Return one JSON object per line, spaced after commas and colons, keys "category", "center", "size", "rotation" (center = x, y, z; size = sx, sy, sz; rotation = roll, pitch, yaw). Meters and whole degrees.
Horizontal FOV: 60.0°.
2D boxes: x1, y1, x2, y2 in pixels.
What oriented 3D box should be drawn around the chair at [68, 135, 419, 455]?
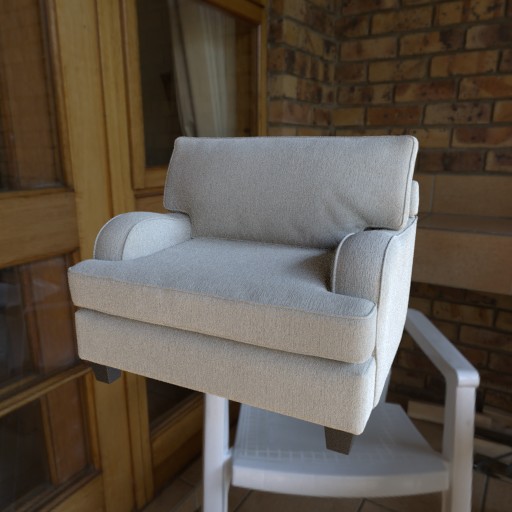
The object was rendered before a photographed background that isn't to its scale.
{"category": "chair", "center": [0.000, 0.000, 1.924], "size": [1.220, 1.016, 1.041], "rotation": [7, 16, 25]}
